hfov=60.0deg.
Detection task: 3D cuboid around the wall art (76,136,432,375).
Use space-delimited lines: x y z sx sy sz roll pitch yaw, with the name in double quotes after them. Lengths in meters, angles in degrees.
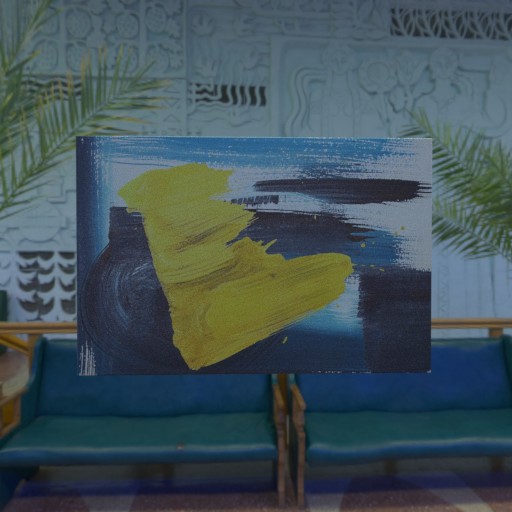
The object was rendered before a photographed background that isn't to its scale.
0.000 0.000 1.159 0.914 0.610 0.039 0 1 -2 "wall art"
